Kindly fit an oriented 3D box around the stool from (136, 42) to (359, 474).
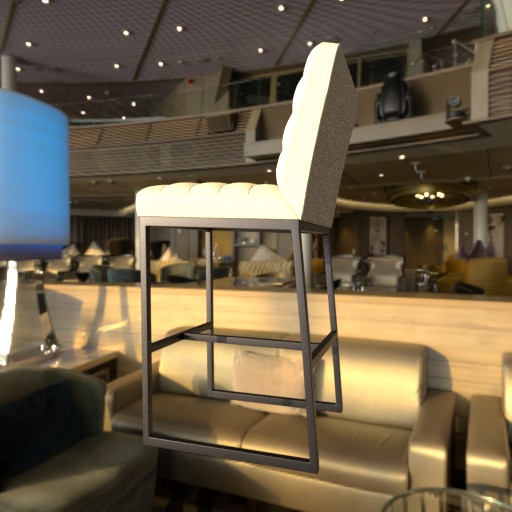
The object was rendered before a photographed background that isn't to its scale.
[{"bbox_3d":[0.000,0.000,1.338,0.560,1.040,0.460,0,1,19],"label":"stool"}]
